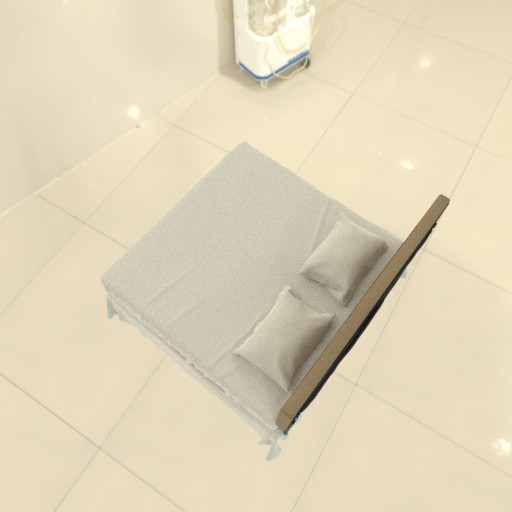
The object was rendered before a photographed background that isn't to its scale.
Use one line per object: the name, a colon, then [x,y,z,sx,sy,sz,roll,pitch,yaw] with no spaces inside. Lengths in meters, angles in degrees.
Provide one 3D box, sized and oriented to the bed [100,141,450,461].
bed: [0.000,0.000,3.767,2.222,1.651,2.311,36,69,16]
